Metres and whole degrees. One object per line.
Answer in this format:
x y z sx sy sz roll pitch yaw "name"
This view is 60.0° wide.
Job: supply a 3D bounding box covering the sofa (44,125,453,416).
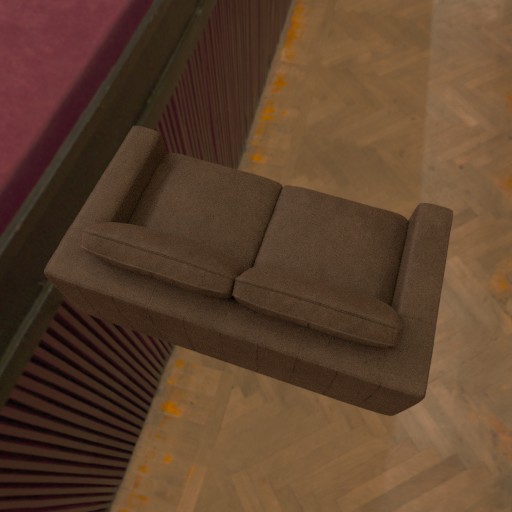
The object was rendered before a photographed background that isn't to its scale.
0.000 0.000 2.441 1.920 0.800 1.070 17 64 8 "sofa"
